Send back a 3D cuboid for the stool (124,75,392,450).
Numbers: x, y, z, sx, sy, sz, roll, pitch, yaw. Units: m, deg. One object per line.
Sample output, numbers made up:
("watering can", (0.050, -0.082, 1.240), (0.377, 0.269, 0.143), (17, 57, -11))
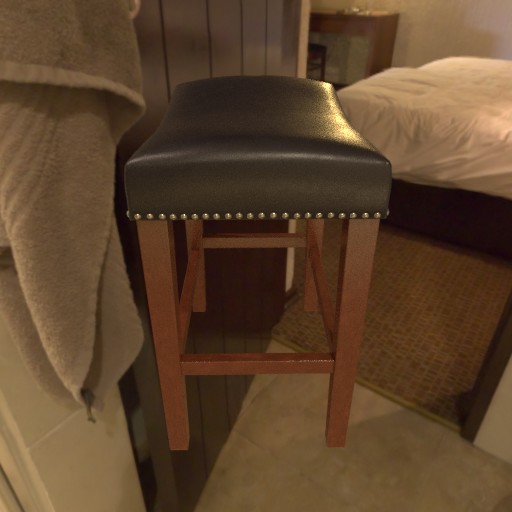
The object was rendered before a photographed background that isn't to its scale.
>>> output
("stool", (0.000, 0.000, 0.951), (0.372, 0.654, 0.504), (0, 33, -1))
